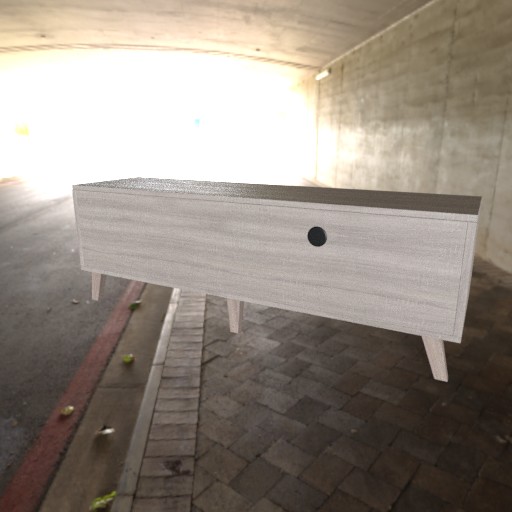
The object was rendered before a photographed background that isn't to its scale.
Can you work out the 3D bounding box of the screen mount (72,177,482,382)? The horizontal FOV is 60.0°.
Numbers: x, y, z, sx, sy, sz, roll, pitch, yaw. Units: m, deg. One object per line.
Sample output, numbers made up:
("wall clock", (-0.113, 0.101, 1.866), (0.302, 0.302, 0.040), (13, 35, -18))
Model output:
("screen mount", (0.000, 0.000, 1.716), (1.500, 0.509, 0.401), (8, 17, 27))
